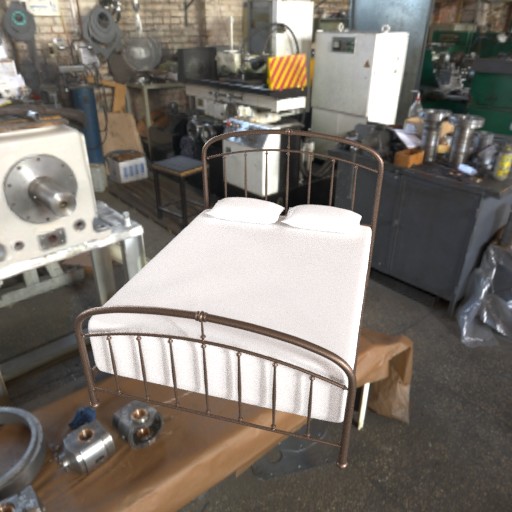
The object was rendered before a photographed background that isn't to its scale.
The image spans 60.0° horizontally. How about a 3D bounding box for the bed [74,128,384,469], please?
[{"bbox_3d":[0.000,0.000,3.341,1.711,1.475,2.168,8,28,14],"label":"bed"}]
